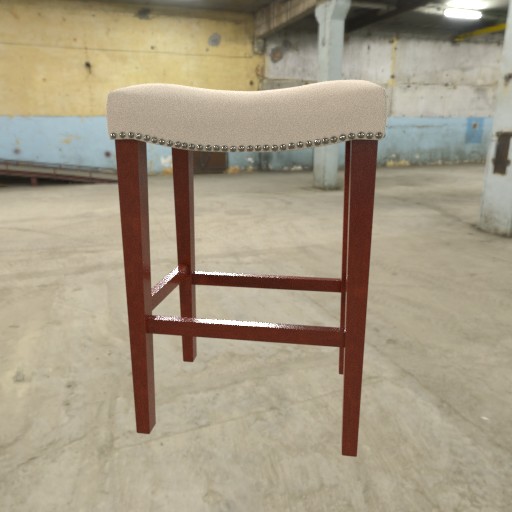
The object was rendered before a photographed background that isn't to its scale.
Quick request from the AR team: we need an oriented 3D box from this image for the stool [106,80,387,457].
[{"bbox_3d":[0.000,0.000,1.023,0.504,0.742,0.372,2,15,9],"label":"stool"}]
